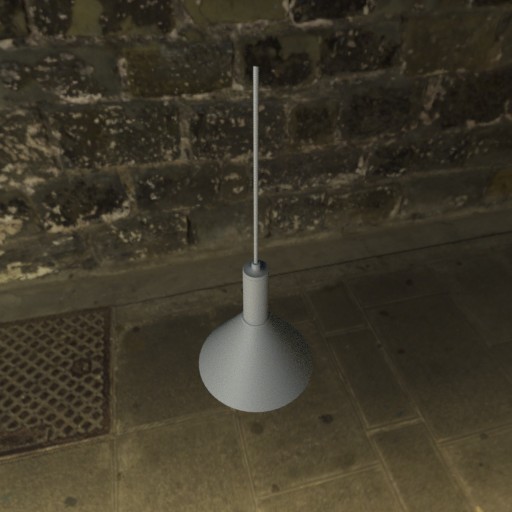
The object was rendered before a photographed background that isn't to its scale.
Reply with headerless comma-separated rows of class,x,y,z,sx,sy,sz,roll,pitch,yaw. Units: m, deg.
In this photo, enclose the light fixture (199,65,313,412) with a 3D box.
light fixture,0.000,0.000,0.816,0.267,0.683,0.267,0,43,0
